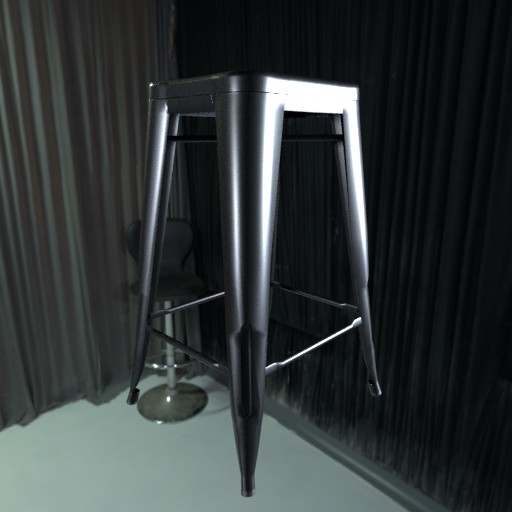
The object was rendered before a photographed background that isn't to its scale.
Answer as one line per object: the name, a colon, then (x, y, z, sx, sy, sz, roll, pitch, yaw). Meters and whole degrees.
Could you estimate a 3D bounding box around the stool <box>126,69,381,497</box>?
stool: (0.000, 0.000, 0.833, 0.359, 0.609, 0.399, 15, 21, 42)
